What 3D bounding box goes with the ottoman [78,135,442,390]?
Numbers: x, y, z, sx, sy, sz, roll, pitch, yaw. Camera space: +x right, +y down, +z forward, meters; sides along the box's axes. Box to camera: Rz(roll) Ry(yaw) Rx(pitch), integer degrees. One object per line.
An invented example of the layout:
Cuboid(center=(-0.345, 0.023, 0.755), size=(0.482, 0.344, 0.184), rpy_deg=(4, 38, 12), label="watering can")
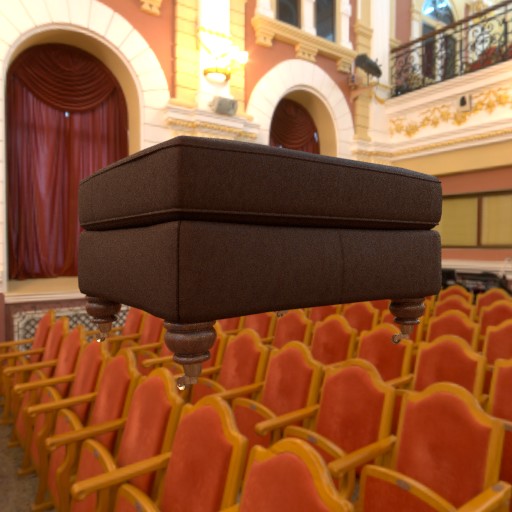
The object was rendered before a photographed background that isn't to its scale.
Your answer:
Cuboid(center=(0.000, 0.000, 1.824), size=(1.187, 0.730, 0.967), rpy_deg=(-1, 1, -36), label="ottoman")
